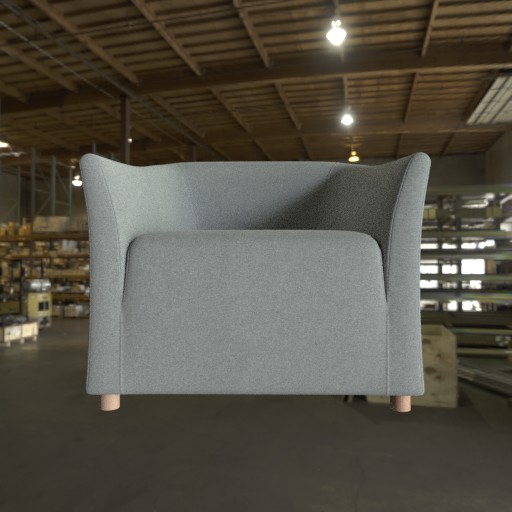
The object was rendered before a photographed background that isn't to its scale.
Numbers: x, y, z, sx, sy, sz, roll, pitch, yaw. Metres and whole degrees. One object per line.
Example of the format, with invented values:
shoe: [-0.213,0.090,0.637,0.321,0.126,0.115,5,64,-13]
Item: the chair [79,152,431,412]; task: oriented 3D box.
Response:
chair: [0.000,0.000,1.318,0.790,0.720,0.700,0,-2,1]
